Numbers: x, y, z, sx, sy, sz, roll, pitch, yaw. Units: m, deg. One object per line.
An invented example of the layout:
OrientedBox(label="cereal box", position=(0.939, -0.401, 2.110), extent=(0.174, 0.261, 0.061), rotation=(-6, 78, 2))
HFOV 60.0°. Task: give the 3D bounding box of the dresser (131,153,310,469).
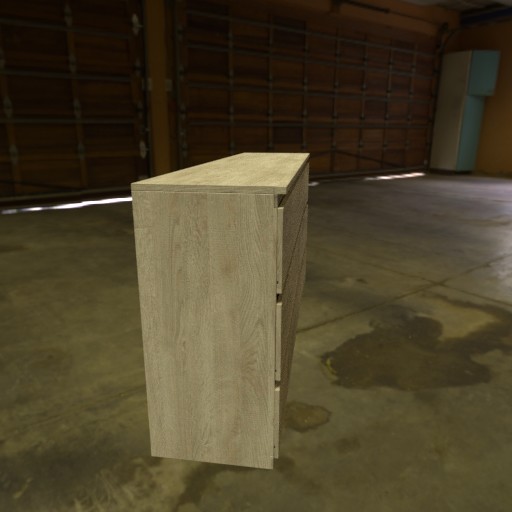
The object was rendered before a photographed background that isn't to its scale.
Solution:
OrientedBox(label="dresser", position=(0.000, 0.000, 1.919), extent=(0.390, 0.795, 1.590), rotation=(2, 16, 8))
